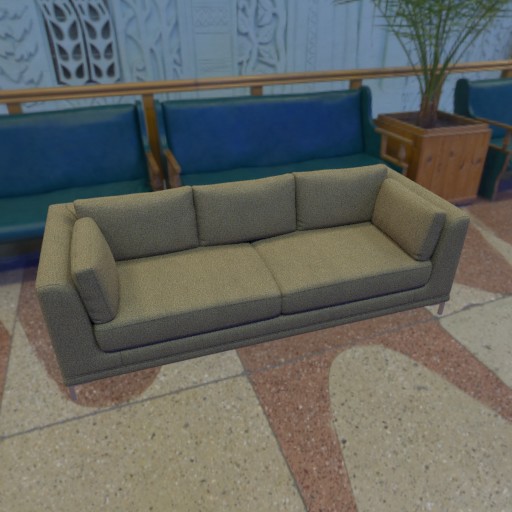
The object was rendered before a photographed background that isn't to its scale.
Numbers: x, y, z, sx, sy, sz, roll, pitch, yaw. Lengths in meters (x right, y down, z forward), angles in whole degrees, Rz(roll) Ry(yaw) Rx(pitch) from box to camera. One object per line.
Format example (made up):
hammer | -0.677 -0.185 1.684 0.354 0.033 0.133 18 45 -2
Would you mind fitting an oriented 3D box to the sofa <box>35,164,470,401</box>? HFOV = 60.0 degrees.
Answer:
sofa | 0.000 0.000 2.858 2.415 0.867 0.969 -10 32 -16
